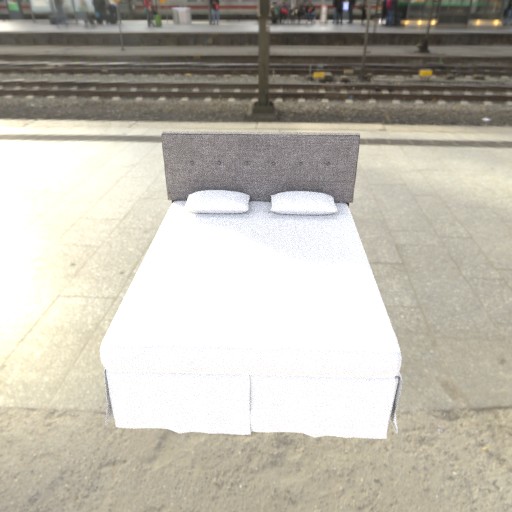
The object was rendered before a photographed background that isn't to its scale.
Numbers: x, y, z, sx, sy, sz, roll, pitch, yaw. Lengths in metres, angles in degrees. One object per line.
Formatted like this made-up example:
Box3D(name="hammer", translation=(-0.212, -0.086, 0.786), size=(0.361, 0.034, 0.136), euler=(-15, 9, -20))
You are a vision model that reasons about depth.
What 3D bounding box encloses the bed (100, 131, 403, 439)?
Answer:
Box3D(name="bed", translation=(0.000, 0.000, 2.987), size=(1.621, 1.168, 1.958), euler=(1, 30, 2))
